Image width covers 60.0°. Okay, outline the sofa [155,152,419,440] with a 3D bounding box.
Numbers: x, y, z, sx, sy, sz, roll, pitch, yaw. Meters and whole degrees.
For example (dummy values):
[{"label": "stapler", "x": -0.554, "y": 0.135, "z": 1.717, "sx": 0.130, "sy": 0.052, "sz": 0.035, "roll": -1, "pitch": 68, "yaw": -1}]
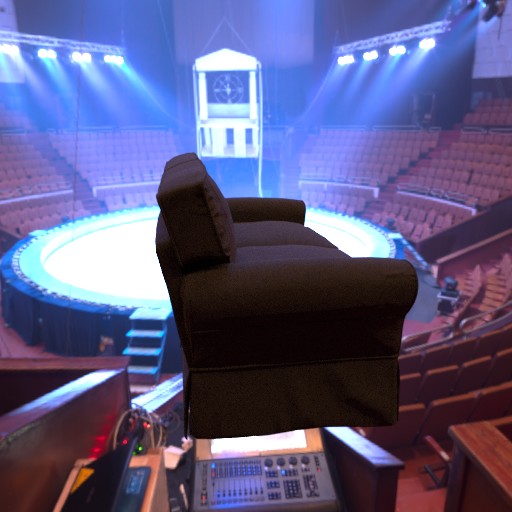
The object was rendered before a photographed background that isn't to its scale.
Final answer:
[{"label": "sofa", "x": 0.000, "y": 0.000, "z": 2.422, "sx": 0.997, "sy": 1.059, "sz": 1.801, "roll": -3, "pitch": 16, "yaw": -9}]
